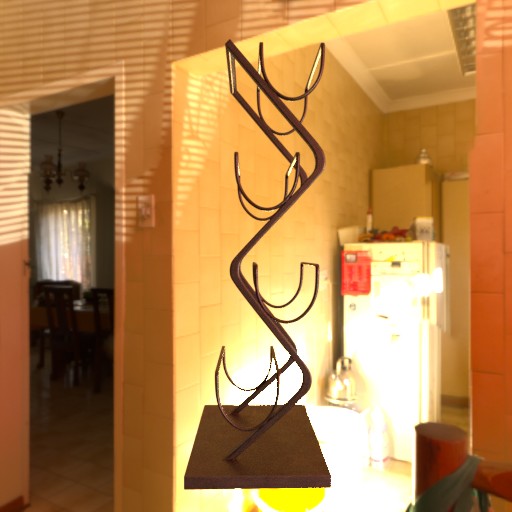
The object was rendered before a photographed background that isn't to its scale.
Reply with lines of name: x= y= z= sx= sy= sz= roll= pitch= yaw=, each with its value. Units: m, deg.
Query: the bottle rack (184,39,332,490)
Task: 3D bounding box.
bottle rack: x=0.000 y=0.000 z=0.657 sx=0.178 sy=0.559 sz=0.254 roll=0 pitch=0 yaw=-1
